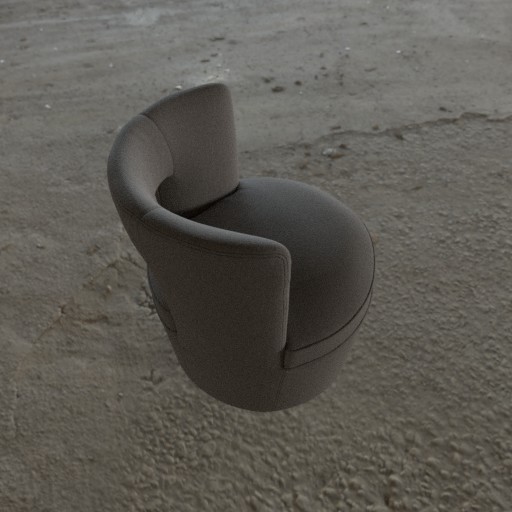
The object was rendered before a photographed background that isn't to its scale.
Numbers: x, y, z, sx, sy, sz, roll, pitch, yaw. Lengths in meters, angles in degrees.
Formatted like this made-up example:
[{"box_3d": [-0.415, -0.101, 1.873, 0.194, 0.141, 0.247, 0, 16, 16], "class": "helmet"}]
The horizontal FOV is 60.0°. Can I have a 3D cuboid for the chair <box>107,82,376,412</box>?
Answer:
[{"box_3d": [0.000, 0.000, 1.246, 0.660, 0.719, 0.689, -8, 46, -8], "class": "chair"}]
